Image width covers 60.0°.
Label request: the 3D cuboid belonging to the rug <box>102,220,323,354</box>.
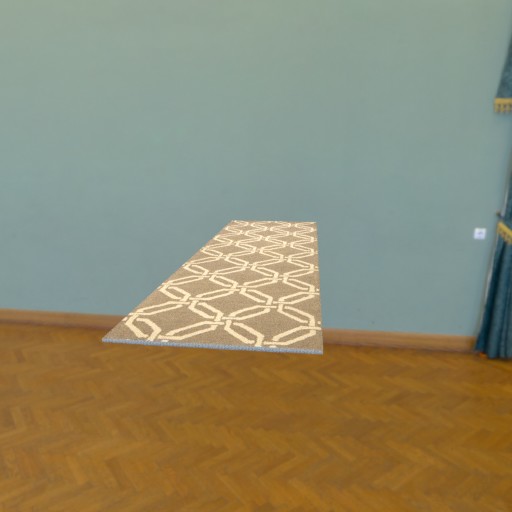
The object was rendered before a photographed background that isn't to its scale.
[{"bbox_3d":[0.000,0.000,2.419,0.678,0.014,2.276,2,14,7],"label":"rug"}]
